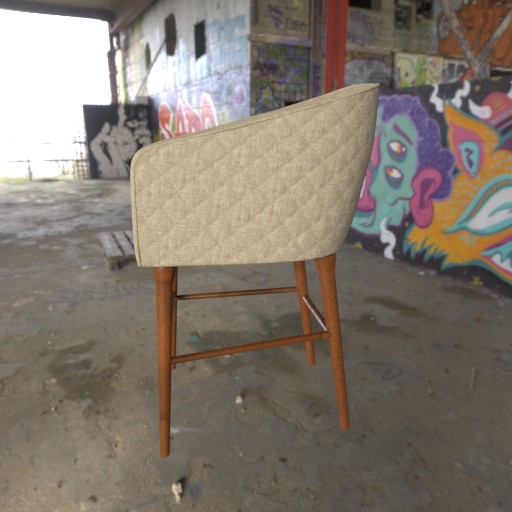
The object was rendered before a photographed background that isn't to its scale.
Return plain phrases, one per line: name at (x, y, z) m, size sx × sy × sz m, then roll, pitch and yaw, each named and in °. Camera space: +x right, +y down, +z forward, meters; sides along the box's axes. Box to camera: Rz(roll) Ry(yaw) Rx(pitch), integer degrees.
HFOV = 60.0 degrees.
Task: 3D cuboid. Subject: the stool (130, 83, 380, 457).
stool at (0.000, 0.000, 1.308) m, size 0.635 × 0.952 × 0.559 m, roll -2°, pitch 15°, yaw -8°
